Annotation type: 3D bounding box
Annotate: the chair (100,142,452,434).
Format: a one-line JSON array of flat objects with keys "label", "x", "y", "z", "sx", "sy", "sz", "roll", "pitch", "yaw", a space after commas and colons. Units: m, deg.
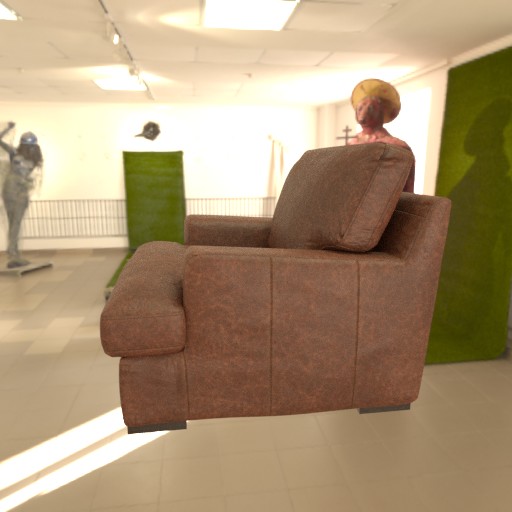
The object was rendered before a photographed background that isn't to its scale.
[{"label": "chair", "x": 0.000, "y": 0.000, "z": 1.940, "sx": 1.143, "sy": 0.939, "sz": 1.168, "roll": -2, "pitch": 12, "yaw": -9}]
